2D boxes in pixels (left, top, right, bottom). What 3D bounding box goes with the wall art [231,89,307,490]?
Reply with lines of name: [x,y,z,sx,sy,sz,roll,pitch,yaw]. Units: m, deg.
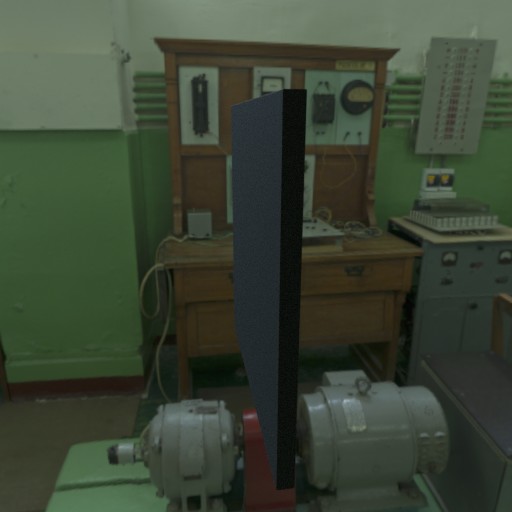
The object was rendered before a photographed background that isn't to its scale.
wall art: [0.000,0.000,1.149,0.038,0.762,0.762,-3,17,-9]
